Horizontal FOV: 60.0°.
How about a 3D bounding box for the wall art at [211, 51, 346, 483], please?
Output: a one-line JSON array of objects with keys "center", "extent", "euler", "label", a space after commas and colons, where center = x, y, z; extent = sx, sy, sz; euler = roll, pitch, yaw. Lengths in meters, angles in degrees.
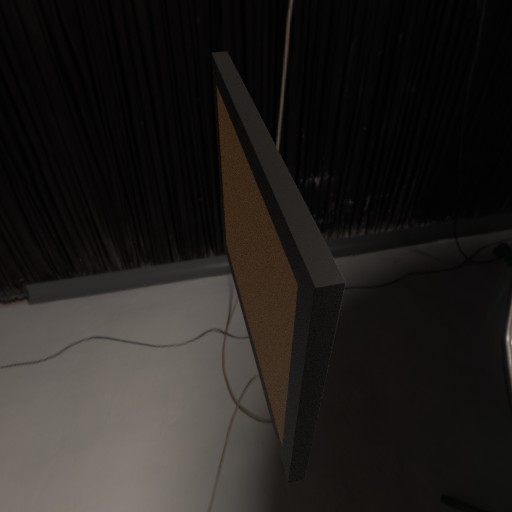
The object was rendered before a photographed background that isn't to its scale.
[{"center": [0.000, 0.000, 0.735], "extent": [0.028, 0.460, 0.561], "euler": [-9, 45, -9], "label": "wall art"}]
